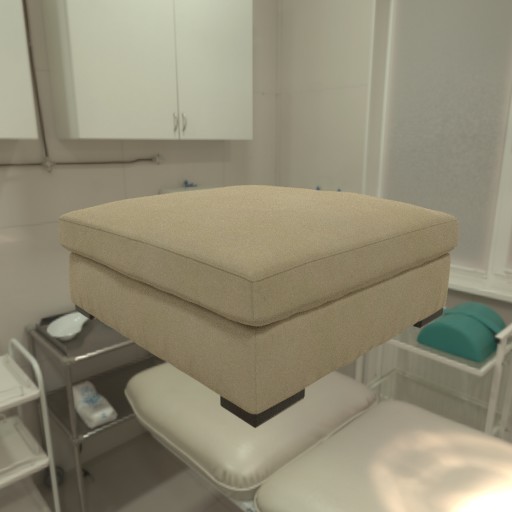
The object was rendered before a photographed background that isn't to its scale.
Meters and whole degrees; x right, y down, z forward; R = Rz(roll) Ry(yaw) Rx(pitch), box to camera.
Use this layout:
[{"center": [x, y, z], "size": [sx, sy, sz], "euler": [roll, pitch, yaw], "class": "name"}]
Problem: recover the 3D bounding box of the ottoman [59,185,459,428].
[{"center": [0.000, 0.000, 1.856], "size": [1.190, 0.522, 1.205], "euler": [-14, 20, -42], "class": "ottoman"}]
